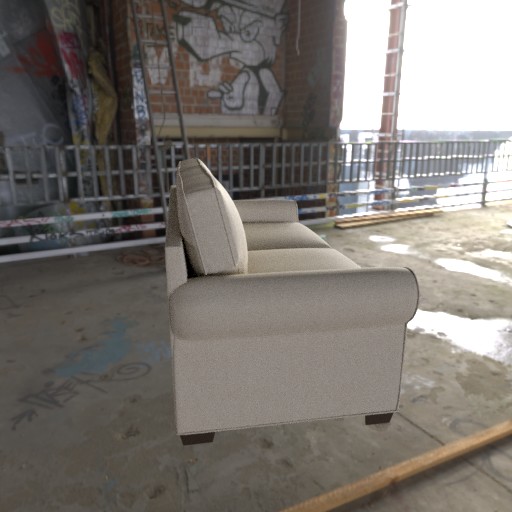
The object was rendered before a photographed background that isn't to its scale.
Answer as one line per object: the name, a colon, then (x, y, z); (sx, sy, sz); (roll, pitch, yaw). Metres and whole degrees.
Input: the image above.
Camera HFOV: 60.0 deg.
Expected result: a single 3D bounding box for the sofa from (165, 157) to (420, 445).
sofa: (0.000, 0.000, 2.283); (0.861, 0.933, 1.774); (-3, 16, -9)
